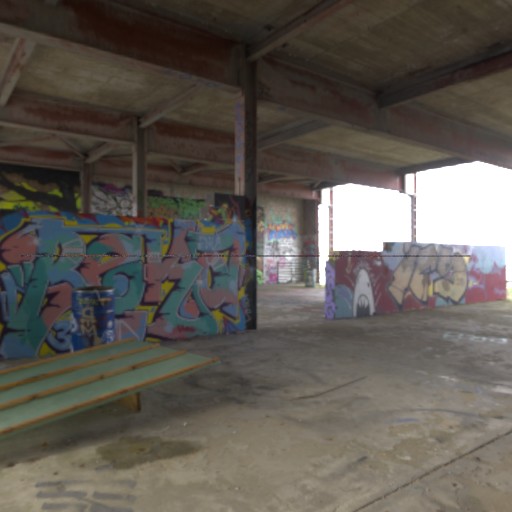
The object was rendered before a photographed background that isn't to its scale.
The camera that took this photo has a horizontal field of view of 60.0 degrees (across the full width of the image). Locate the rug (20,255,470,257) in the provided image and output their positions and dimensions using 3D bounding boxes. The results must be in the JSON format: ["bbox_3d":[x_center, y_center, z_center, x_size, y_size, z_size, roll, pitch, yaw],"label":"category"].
[{"bbox_3d":[0.000,0.000,2.630,2.362,0.008,0.832,0,0,-16],"label":"rug"}]
